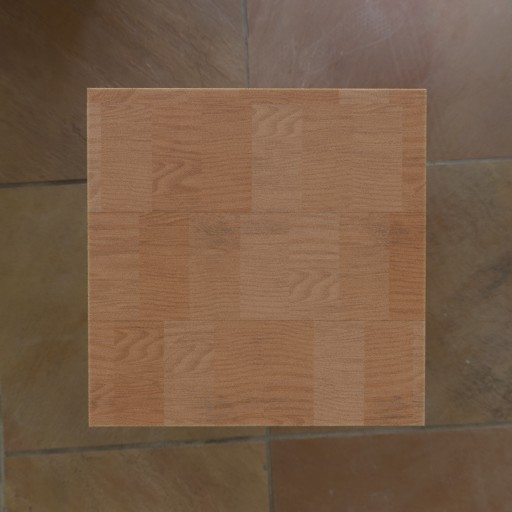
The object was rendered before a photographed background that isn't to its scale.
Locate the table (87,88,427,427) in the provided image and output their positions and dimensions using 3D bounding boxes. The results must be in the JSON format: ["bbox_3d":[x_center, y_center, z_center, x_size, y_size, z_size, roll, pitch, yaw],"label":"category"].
[{"bbox_3d":[0.000,0.000,1.347,0.747,0.738,0.747,0,91,0],"label":"table"}]
